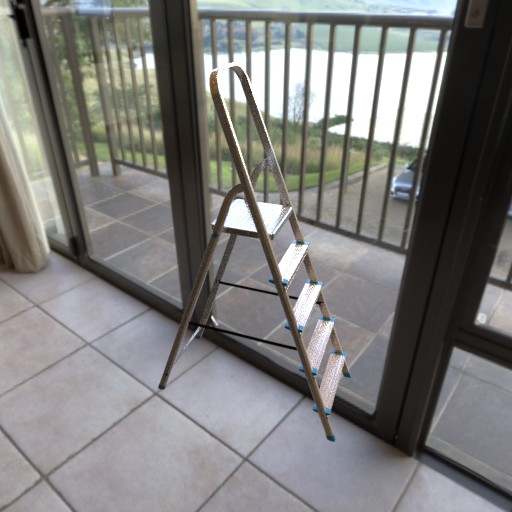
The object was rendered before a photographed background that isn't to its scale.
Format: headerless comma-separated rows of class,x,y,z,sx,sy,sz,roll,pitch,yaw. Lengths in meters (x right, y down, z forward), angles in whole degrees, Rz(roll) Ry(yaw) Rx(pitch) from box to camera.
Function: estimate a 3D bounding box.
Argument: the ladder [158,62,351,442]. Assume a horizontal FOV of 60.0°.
ladder,0.000,0.000,2.073,0.990,1.648,0.468,11,32,17
